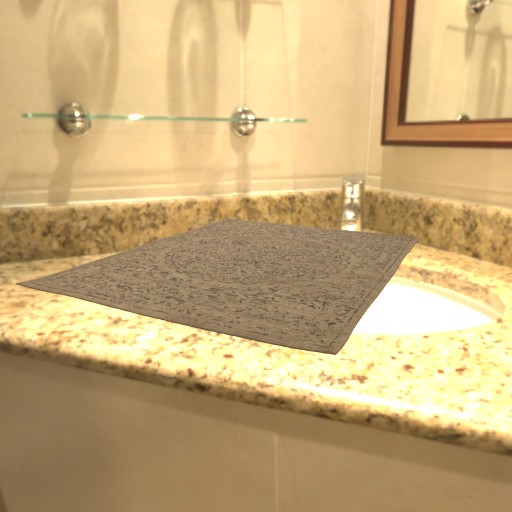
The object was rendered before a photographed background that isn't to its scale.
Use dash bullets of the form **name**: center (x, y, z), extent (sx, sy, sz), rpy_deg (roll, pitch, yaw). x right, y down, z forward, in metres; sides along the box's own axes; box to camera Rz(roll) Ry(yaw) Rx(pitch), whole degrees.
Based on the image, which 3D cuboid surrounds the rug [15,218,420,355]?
- **rug**: center (0.000, 0.000, 3.877), extent (2.343, 0.026, 2.925), rpy_deg (8, 17, 26)
